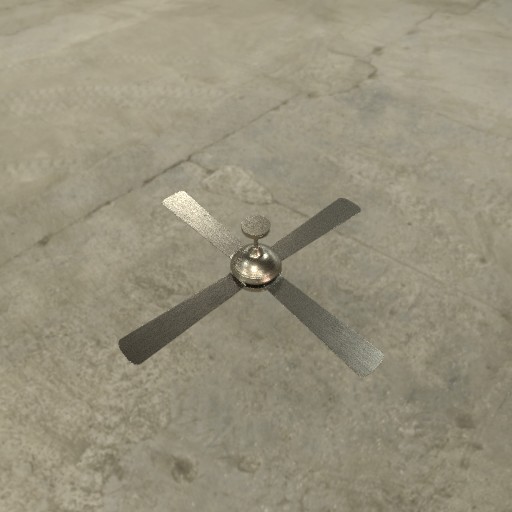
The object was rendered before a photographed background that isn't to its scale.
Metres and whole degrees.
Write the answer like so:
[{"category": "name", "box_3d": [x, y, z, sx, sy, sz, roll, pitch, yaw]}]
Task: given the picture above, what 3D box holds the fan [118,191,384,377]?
[{"category": "fan", "box_3d": [0.000, 0.000, 1.993, 1.321, 0.381, 1.321, -16, 49, -14]}]
